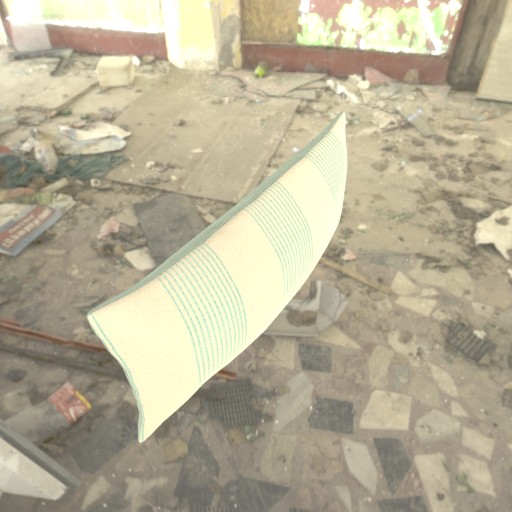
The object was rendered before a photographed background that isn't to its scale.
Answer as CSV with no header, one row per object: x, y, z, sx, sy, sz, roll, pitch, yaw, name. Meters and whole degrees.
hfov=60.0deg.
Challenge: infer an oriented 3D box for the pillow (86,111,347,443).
0.000,0.000,0.741,0.151,0.287,0.610,25,48,25,pillow
